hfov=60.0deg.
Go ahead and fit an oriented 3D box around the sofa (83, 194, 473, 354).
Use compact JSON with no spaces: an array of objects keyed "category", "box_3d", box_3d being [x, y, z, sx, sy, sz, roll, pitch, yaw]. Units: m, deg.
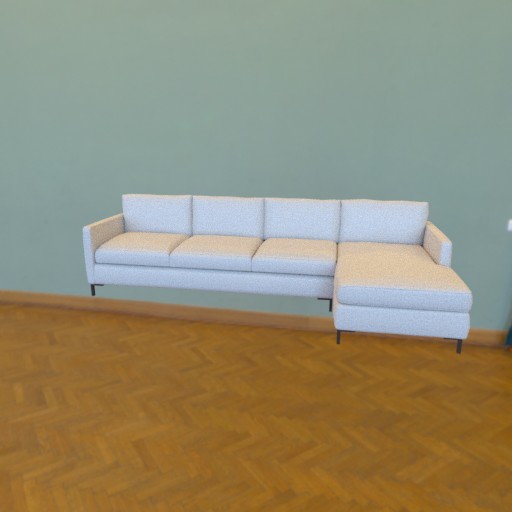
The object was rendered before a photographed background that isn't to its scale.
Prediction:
[{"category":"sofa","box_3d":[0.000,0.000,3.300,2.731,0.755,1.258,3,16,10]}]
